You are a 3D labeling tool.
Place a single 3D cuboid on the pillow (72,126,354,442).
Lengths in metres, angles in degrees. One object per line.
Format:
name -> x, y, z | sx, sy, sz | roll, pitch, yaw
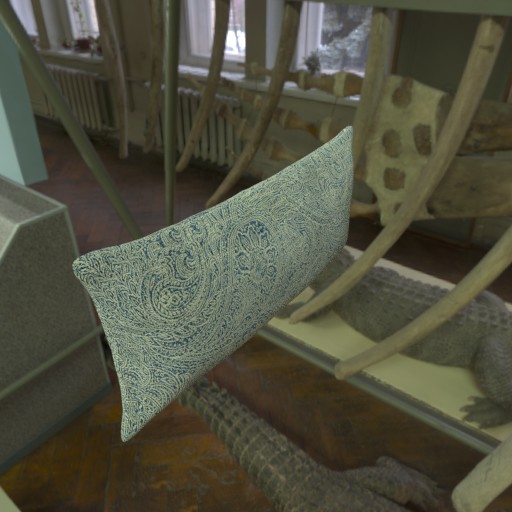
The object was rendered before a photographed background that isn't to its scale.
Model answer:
pillow -> 0.000, 0.000, 0.731 | 0.151, 0.295, 0.615 | 22, 38, 31
